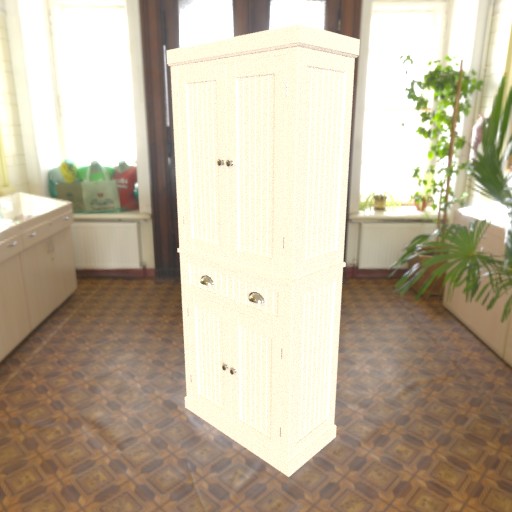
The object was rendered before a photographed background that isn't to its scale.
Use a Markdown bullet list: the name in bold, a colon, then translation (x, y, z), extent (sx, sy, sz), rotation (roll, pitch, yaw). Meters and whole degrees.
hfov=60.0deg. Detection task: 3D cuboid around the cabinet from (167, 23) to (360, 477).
- **cabinet**: translation (0.000, 0.000, 2.099), extent (0.754, 1.829, 0.390), rotation (15, 22, 42)
